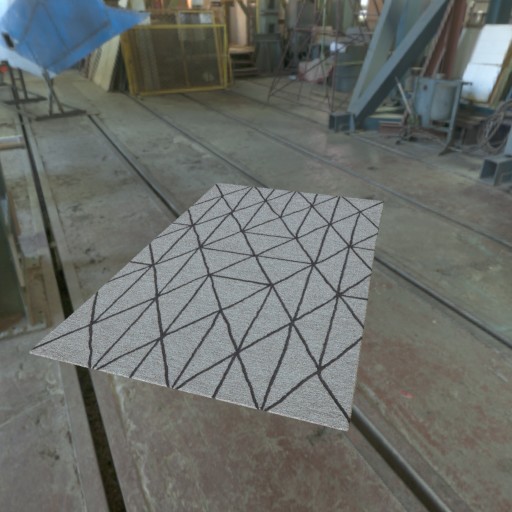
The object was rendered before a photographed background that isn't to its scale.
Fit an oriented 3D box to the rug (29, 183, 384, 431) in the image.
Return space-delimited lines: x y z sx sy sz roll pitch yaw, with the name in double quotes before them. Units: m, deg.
"rug" 0.000 0.000 2.960 1.526 0.008 2.465 9 30 15
